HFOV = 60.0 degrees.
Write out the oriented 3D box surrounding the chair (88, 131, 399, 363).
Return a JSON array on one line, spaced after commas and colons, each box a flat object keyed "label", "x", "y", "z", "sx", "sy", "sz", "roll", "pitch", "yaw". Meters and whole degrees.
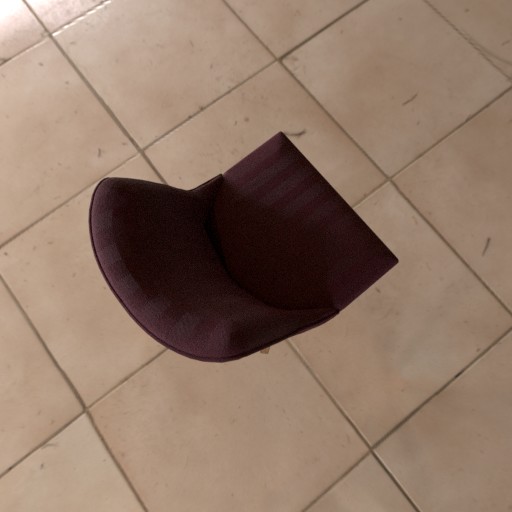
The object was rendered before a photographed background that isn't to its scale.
[{"label": "chair", "x": 0.000, "y": 0.000, "z": 1.273, "sx": 0.638, "sy": 0.916, "sz": 0.548, "roll": -38, "pitch": 79, "yaw": -9}]
